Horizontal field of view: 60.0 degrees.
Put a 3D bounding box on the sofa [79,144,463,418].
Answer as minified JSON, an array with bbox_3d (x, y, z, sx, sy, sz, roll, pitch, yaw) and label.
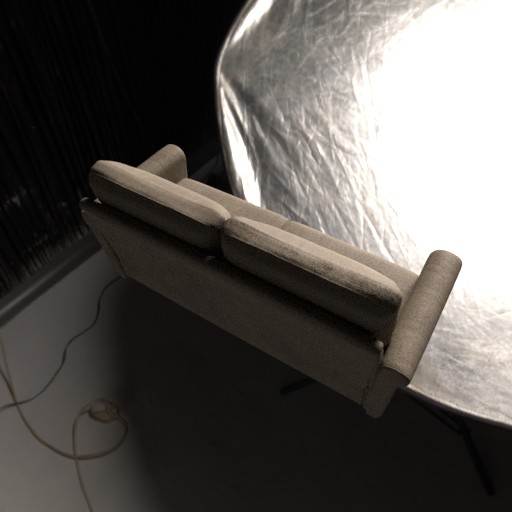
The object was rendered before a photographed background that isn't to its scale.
[{"bbox_3d":[0.000,0.000,2.426,1.935,0.942,0.842,25,52,22],"label":"sofa"}]
